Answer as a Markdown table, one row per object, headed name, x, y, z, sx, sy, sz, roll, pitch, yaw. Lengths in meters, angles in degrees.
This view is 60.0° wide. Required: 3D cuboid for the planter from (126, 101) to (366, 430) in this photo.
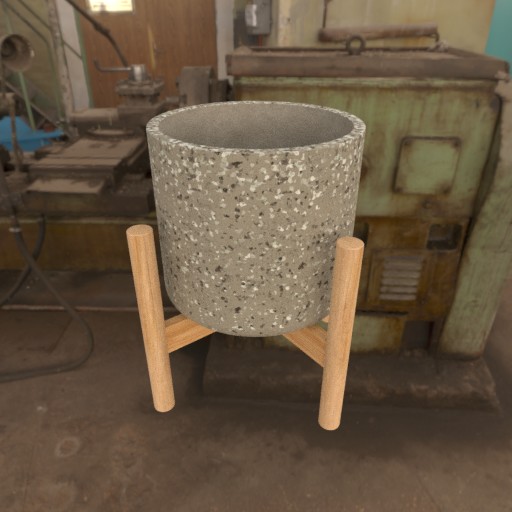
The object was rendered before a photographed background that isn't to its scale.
| name | x | y | z | sx | sy | sz | roll | pitch | yaw |
| --- | --- | --- | --- | --- | --- | --- | --- | --- | --- |
| planter | 0.000 | 0.000 | 0.537 | 0.284 | 0.320 | 0.284 | -8 | 31 | -13 |
